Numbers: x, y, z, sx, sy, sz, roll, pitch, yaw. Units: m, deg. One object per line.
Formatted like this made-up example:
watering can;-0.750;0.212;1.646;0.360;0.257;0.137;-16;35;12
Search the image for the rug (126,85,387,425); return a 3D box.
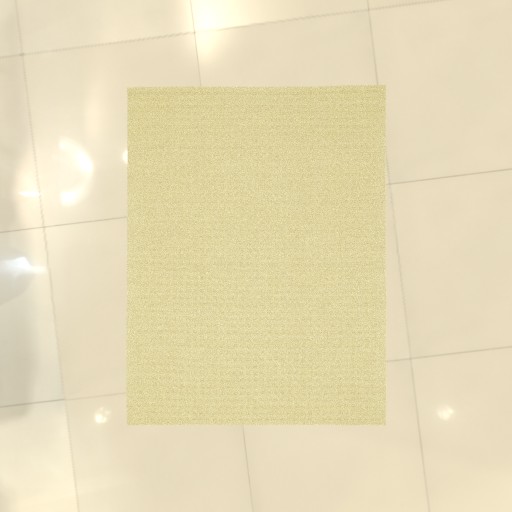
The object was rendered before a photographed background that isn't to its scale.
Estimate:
rug;0.000;0.000;4.179;2.452;0.016;3.204;0;90;1
